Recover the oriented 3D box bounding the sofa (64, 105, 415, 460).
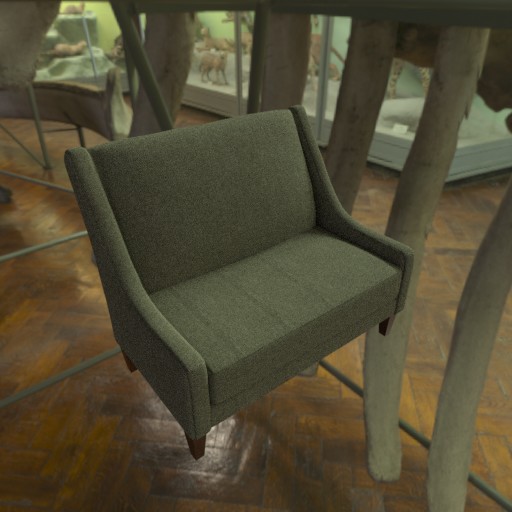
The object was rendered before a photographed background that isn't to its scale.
[{"bbox_3d":[0.000,0.000,1.975,1.242,1.021,0.870,-22,38,-32],"label":"sofa"}]
